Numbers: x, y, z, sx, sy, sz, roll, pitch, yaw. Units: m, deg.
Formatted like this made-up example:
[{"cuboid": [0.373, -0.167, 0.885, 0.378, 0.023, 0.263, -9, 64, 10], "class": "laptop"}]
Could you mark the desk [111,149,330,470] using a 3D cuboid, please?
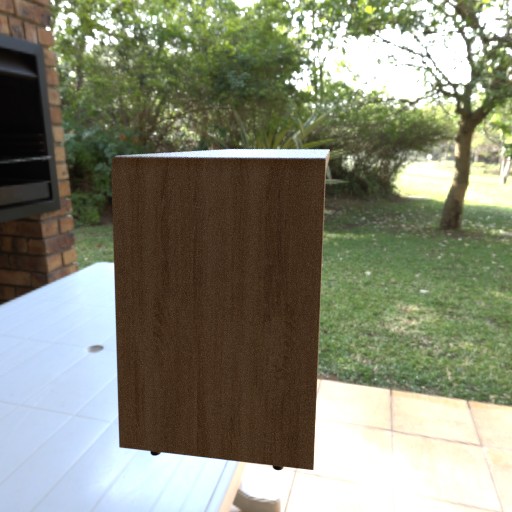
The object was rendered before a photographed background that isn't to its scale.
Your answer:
[{"cuboid": [0.000, 0.000, 1.639, 0.500, 0.750, 1.300, 2, 14, 9], "class": "desk"}]
